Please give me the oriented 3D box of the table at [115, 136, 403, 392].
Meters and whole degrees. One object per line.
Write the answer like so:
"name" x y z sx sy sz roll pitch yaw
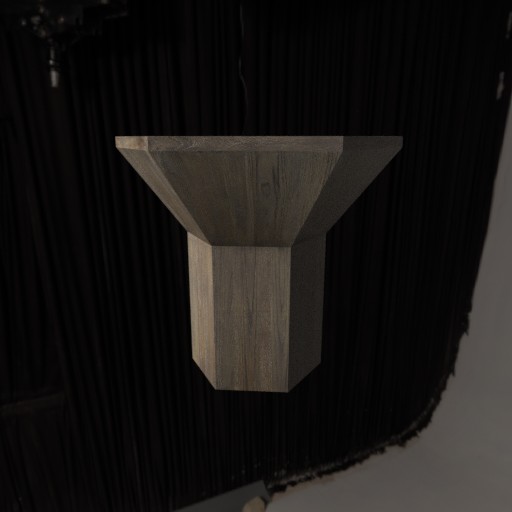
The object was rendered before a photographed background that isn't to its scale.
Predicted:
"table" 0.000 0.000 1.127 0.592 0.586 0.683 -7 17 -25
